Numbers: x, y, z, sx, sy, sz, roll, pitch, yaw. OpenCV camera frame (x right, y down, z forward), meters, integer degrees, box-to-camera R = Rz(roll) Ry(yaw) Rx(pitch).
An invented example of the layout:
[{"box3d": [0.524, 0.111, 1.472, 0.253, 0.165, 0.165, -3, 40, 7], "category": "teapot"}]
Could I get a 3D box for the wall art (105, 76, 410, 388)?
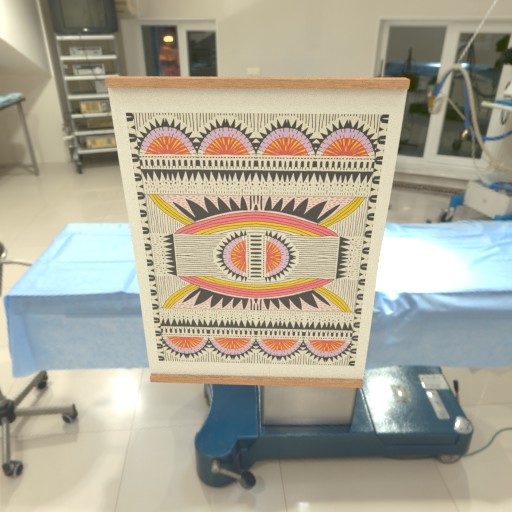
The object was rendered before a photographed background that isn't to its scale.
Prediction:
[{"box3d": [0.000, 0.000, 0.813, 0.456, 0.609, 0.028, 1, 28, 2], "category": "wall art"}]
